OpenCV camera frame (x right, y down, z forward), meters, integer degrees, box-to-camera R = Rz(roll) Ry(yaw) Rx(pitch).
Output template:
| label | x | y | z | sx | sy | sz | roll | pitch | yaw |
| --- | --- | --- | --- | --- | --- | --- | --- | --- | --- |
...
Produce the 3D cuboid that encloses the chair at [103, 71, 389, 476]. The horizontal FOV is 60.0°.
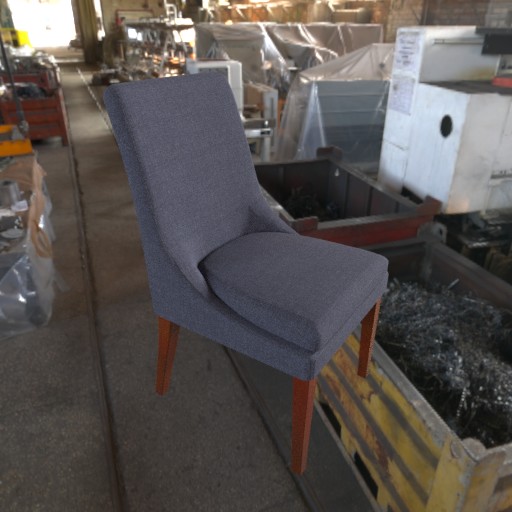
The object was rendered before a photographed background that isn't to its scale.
| label | x | y | z | sx | sy | sz | roll | pitch | yaw |
| --- | --- | --- | --- | --- | --- | --- | --- | --- | --- |
| chair | 0.000 | 0.000 | 1.310 | 0.655 | 0.952 | 0.508 | 18 | 33 | 30 |
